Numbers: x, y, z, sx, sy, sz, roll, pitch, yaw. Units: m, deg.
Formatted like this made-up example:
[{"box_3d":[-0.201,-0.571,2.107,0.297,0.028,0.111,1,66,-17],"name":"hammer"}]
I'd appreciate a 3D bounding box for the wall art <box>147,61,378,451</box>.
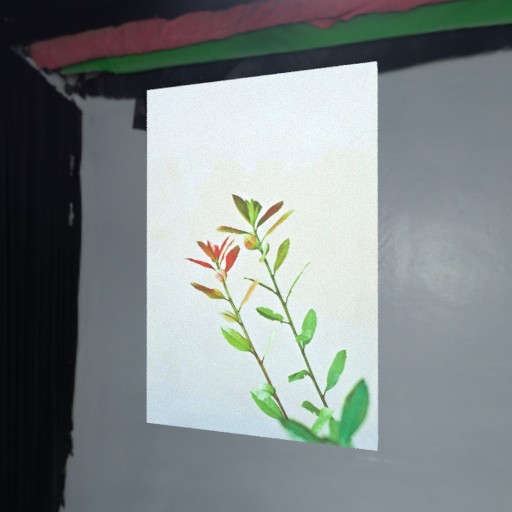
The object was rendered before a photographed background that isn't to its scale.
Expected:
[{"box_3d":[0.000,0.000,0.772,0.408,0.611,0.038,0,0,17],"name":"wall art"}]
